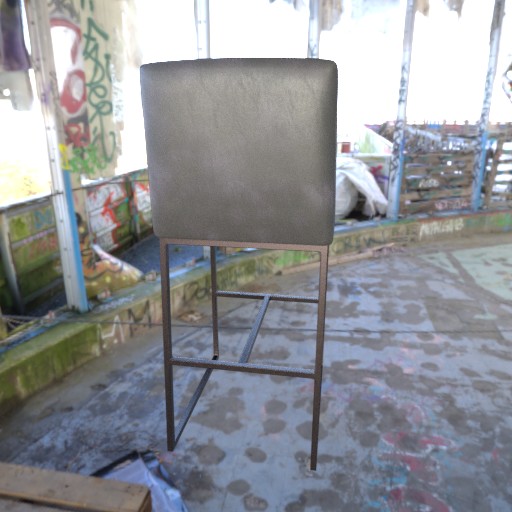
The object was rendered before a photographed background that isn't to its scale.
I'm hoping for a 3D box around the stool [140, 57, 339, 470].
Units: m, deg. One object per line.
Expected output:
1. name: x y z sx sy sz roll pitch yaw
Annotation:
1. stool: 0.000 0.000 1.362 0.463 1.065 0.562 3 18 10
